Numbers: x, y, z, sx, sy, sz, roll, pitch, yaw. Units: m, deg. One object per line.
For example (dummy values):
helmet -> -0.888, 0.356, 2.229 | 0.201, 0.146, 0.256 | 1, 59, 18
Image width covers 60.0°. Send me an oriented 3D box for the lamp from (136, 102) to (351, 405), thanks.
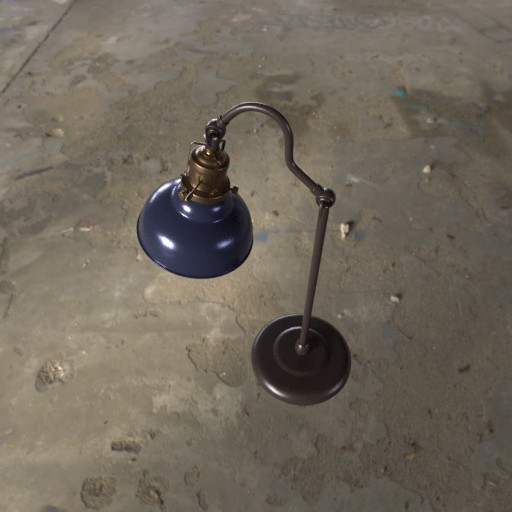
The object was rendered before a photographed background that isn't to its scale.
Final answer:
lamp -> 0.000, 0.000, 0.687 | 0.374, 0.508, 0.192 | 15, 49, 13
